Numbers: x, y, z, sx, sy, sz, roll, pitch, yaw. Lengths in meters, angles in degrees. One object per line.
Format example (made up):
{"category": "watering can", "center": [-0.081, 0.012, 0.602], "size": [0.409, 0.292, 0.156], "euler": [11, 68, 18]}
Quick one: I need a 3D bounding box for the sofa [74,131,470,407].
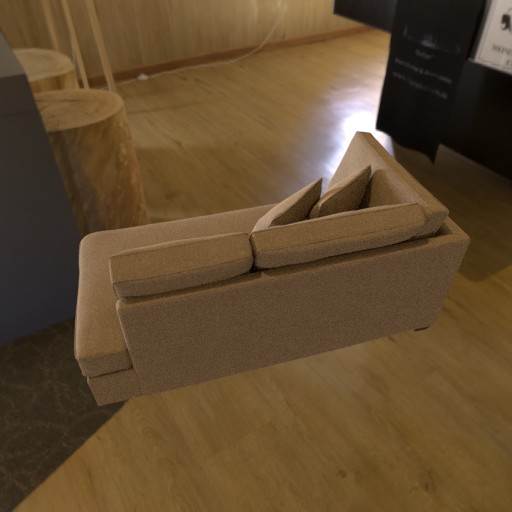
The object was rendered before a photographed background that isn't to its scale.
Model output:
{"category": "sofa", "center": [0.000, 0.000, 2.865], "size": [2.238, 1.019, 1.110], "euler": [-11, 43, -12]}
